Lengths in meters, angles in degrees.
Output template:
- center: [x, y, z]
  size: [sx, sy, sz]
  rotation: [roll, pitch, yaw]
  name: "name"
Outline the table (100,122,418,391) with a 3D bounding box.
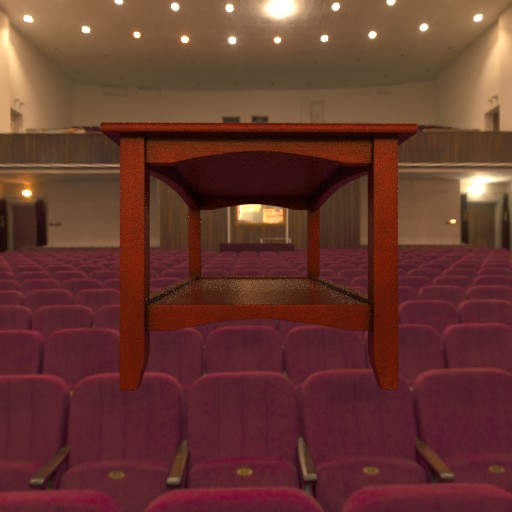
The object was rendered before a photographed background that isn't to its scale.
- center: [0.000, 0.000, 1.214]
  size: [0.533, 0.456, 0.943]
  rotation: [0, 1, -1]
  name: "table"
